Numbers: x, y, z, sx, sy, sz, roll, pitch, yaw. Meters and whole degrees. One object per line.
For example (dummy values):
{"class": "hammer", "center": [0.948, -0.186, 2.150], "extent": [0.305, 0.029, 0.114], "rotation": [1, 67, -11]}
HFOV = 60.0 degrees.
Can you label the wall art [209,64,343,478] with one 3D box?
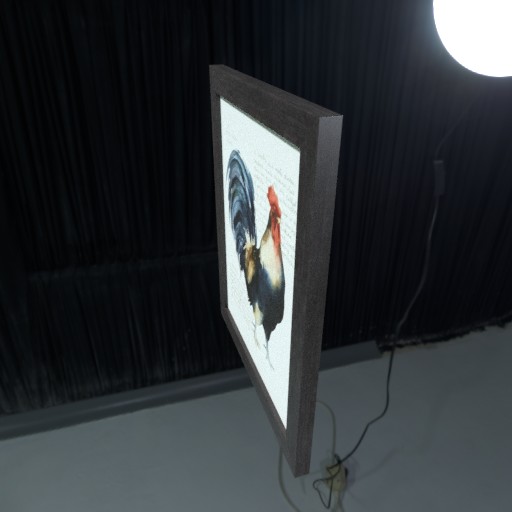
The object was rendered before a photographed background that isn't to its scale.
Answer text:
{"class": "wall art", "center": [0.000, 0.000, 0.789], "extent": [0.027, 0.580, 0.479], "rotation": [-9, 31, -16]}
